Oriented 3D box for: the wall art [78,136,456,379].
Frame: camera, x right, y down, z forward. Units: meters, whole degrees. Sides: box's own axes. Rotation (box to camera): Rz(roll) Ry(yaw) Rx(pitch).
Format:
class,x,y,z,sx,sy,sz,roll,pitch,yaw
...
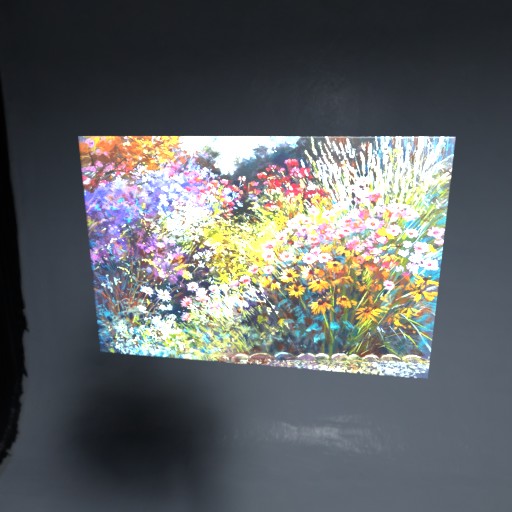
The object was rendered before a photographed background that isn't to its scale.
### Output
class,x,y,z,sx,sy,sz,roll,pitch,yaw
wall art,0.000,0.000,0.781,0.610,0.406,0.037,3,16,9
